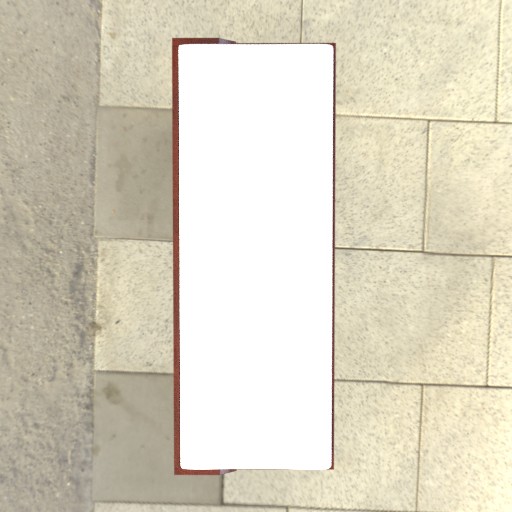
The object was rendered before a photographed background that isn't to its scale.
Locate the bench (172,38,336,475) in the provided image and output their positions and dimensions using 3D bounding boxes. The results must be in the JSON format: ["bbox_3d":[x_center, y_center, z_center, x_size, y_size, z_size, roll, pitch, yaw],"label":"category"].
[{"bbox_3d":[0.000,0.000,1.286,0.369,0.646,0.987,0,91,0],"label":"bench"}]
